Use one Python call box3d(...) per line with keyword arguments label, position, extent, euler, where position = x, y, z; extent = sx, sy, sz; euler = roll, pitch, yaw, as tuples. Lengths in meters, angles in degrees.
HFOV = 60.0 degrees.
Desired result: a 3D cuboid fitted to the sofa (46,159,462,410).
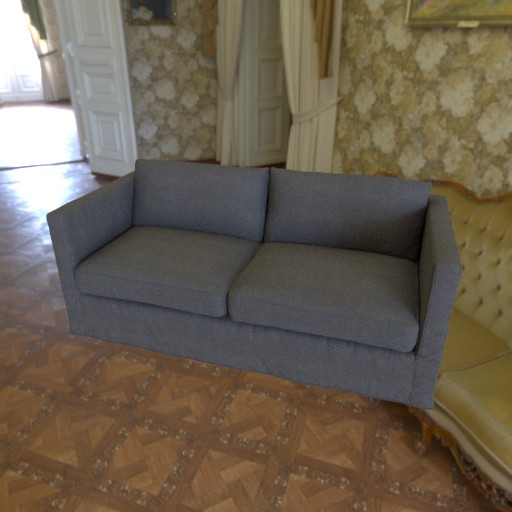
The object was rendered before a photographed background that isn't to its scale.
box3d(label="sofa", position=(0.000, 0.000, 2.467), extent=(1.982, 0.855, 0.953), euler=(8, 27, 15))
